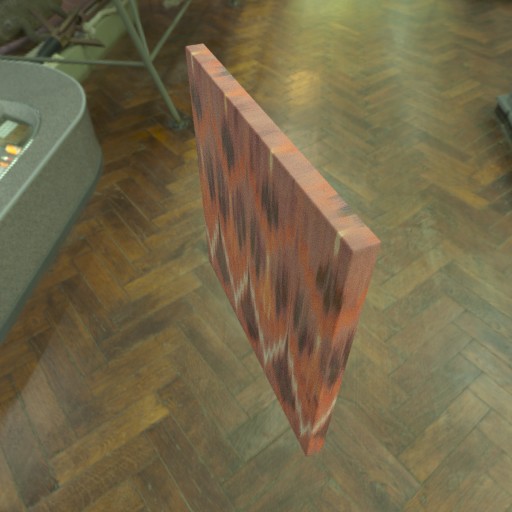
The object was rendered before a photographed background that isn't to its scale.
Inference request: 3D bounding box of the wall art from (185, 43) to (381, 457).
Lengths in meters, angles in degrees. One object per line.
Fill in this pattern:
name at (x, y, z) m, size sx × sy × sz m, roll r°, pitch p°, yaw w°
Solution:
wall art at (0.000, 0.000, 0.889) m, size 0.037 × 0.609 × 0.603 m, roll -17°, pitch 49°, yaw -16°
